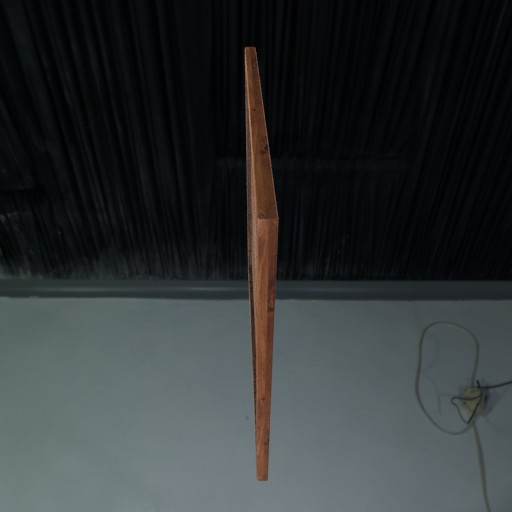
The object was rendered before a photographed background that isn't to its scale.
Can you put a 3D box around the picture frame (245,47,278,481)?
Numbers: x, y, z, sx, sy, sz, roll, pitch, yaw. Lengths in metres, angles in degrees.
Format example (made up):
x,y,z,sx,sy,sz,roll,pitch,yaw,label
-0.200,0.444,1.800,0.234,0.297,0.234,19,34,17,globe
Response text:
x,y,z,sx,sy,sz,roll,pitch,yaw,label
0.000,0.000,1.171,0.029,0.817,0.810,-1,40,-2,picture frame
